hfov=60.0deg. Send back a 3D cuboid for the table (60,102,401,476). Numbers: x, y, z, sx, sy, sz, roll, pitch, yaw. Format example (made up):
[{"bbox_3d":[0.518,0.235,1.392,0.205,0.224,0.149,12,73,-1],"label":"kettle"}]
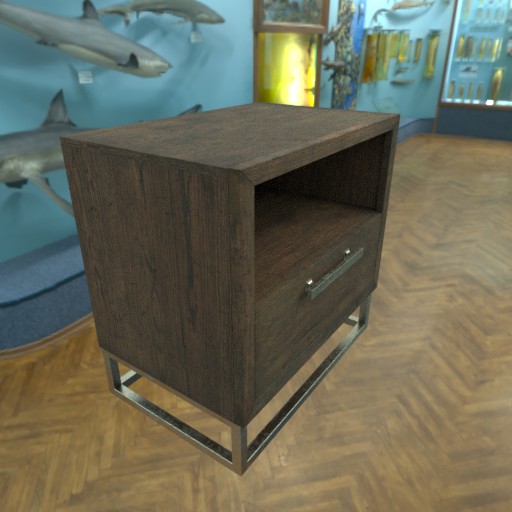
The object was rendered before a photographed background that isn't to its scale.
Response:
[{"bbox_3d":[0.000,0.000,1.289,0.542,0.746,0.767,17,31,32],"label":"table"}]
